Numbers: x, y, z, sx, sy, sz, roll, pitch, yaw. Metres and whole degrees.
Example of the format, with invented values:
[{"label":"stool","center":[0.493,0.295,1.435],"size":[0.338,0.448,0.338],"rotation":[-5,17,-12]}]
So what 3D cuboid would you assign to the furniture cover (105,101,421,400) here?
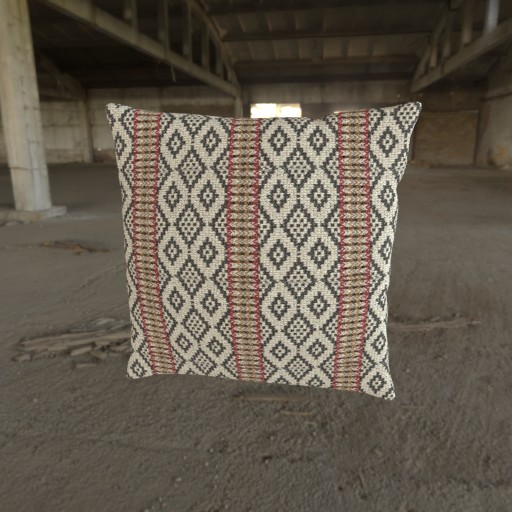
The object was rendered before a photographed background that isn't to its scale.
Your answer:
[{"label":"furniture cover","center":[0.000,0.000,0.766],"size":[0.503,0.506,0.182],"rotation":[2,15,8]}]
